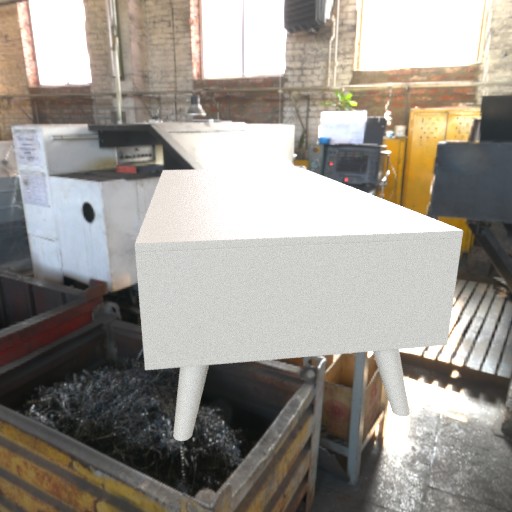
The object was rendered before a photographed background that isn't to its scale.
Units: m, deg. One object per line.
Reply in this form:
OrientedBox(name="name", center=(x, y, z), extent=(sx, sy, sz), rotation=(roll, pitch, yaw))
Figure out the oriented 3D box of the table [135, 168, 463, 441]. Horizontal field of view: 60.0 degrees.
OrientedBox(name="table", center=(0.000, 0.000, 1.425), extent=(0.609, 0.432, 1.194), rotation=(-3, 17, -9))
